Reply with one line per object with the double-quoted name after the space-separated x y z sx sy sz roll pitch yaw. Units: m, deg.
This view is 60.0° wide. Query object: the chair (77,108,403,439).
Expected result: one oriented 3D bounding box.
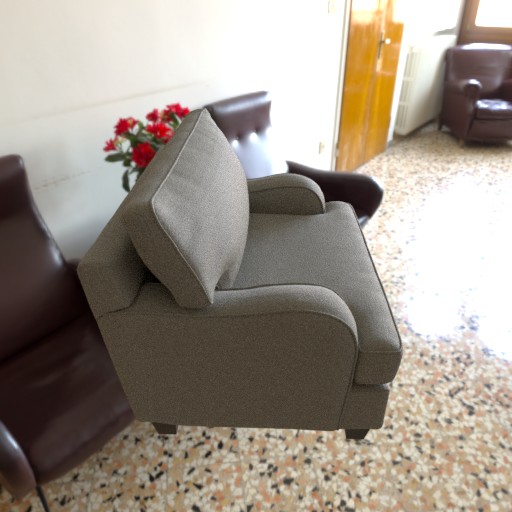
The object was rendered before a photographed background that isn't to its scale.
0.000 0.000 1.957 1.040 1.016 1.220 1 31 1 "chair"
